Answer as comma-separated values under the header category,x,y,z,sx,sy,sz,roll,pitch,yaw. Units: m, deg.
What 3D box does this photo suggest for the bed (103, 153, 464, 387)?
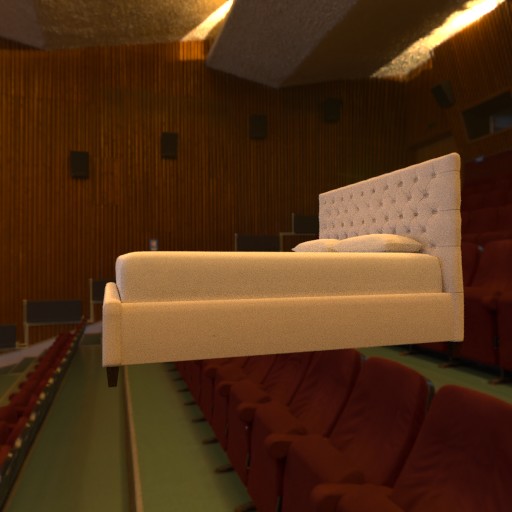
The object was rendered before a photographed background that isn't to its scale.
category,x,y,z,sx,sy,sz,roll,pitch,yaw
bed,0.000,0.000,3.683,2.387,1.427,2.078,0,-1,-18
